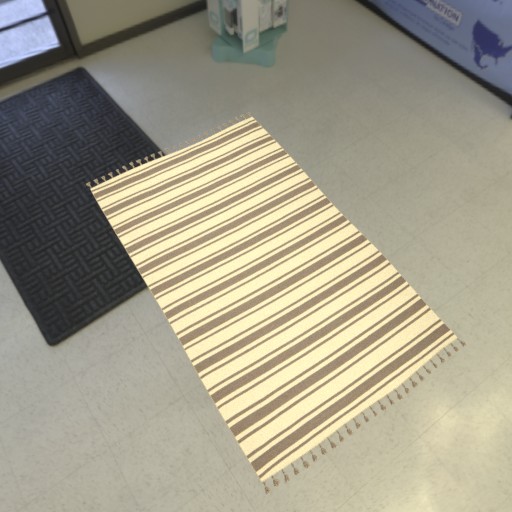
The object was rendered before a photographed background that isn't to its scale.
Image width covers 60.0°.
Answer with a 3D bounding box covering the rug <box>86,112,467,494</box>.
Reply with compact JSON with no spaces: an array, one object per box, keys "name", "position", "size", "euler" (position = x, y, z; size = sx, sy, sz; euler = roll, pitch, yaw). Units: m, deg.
[{"name":"rug","position":[0.000,0.000,2.528],"size":[1.229,0.011,2.096],"euler":[-29,63,-17]}]
